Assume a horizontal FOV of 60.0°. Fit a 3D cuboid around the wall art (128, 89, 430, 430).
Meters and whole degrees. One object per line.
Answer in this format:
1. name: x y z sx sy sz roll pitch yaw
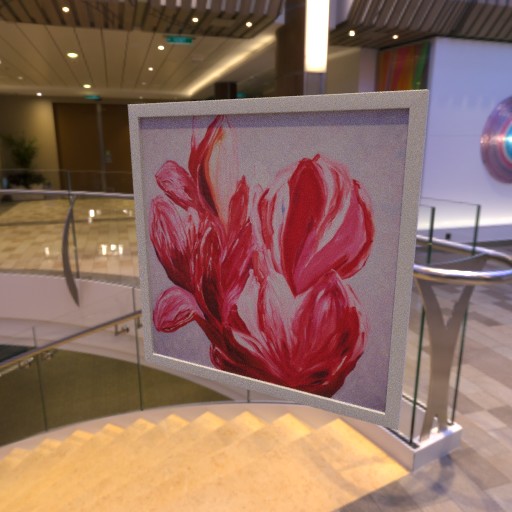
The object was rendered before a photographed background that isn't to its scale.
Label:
1. wall art: 0.000 0.000 0.985 0.664 0.661 0.020 7 16 26
